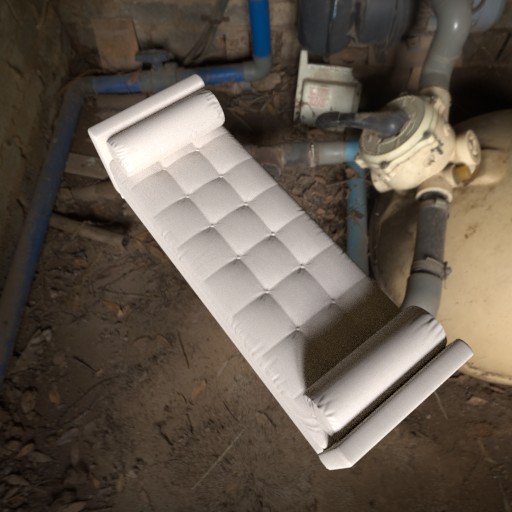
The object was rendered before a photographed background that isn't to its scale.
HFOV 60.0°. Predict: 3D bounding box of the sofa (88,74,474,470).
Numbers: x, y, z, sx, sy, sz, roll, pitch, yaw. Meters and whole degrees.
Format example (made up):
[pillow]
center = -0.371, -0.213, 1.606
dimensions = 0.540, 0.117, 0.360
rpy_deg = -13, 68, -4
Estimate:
[sofa]
center = 0.000, 0.000, 2.278
dimensions = 0.686, 0.635, 1.981
rpy_deg = -34, 68, -16
